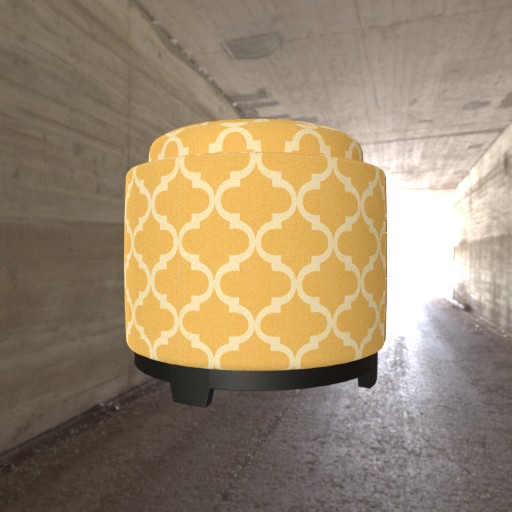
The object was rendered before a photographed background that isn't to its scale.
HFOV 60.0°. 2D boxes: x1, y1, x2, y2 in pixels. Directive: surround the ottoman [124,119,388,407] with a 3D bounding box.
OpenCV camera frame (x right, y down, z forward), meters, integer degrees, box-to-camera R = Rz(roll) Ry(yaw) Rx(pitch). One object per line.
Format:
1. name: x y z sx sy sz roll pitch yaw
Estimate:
1. ottoman: 0.000 0.000 0.841 0.480 0.429 0.480 0 1 0
